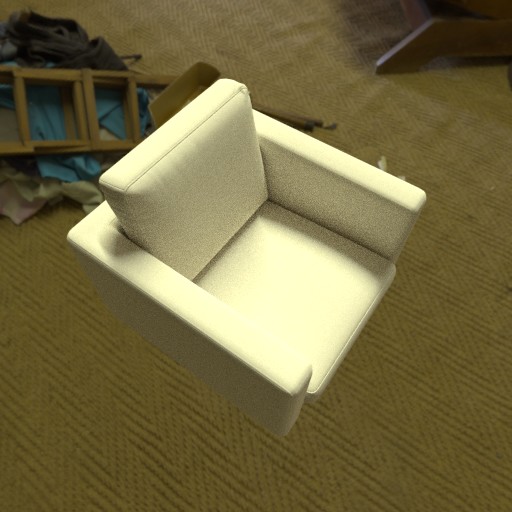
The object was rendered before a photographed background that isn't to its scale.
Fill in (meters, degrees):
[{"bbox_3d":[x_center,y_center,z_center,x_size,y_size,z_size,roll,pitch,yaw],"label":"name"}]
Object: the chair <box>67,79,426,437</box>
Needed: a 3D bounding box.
[{"bbox_3d":[0.000,0.000,1.584,0.879,0.899,0.831,31,62,19],"label":"chair"}]
